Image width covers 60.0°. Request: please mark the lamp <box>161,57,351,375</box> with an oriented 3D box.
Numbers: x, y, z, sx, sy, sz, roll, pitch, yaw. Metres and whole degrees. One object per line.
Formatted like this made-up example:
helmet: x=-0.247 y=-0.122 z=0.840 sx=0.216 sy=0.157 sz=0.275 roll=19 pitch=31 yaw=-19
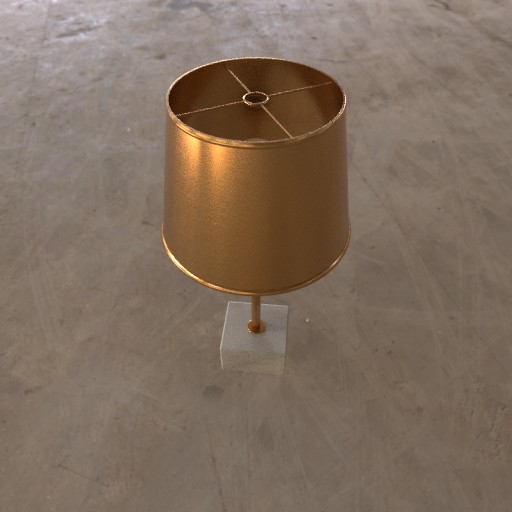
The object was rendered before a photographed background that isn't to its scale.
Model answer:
lamp: x=0.000 y=0.000 z=0.531 sx=0.208 sy=0.406 sz=0.208 roll=0 pitch=46 yaw=0
